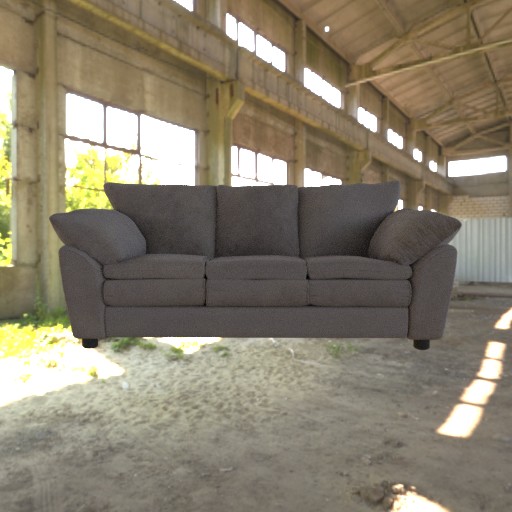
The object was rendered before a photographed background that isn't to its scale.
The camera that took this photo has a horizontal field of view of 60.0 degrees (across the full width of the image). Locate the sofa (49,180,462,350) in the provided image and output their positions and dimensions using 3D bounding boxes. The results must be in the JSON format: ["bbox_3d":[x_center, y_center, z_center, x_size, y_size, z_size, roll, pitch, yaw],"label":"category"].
[{"bbox_3d":[0.000,0.000,2.892,2.336,1.073,0.878,0,0,1],"label":"sofa"}]
